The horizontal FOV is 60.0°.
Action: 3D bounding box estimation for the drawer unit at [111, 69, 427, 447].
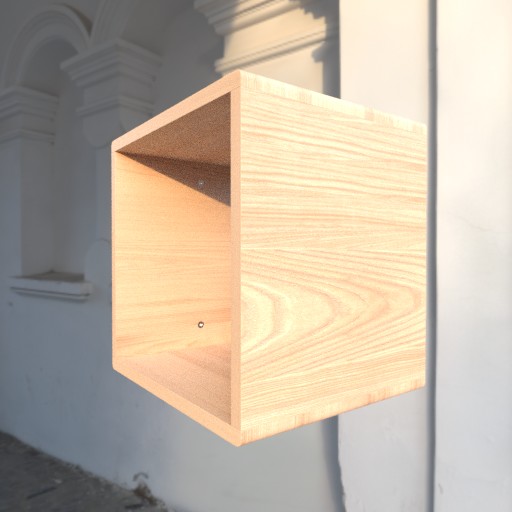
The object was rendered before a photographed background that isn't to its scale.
[{"bbox_3d":[0.000,0.000,0.623,0.290,0.344,0.344,-1,1,-37],"label":"drawer unit"}]
